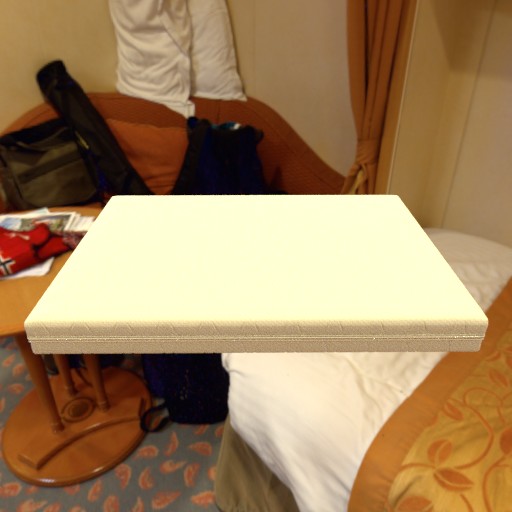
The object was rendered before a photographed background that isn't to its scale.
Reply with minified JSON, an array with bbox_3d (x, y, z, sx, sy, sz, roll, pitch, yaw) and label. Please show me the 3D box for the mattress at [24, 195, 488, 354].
[{"bbox_3d":[0.000,0.000,2.526,2.000,0.200,1.400,0,30,0],"label":"mattress"}]
